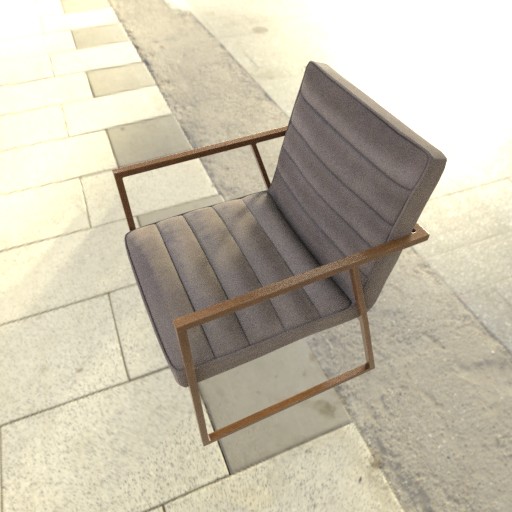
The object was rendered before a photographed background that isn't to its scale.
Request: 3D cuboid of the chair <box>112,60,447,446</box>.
[{"bbox_3d":[0.000,0.000,1.290,0.682,0.843,0.578,-18,50,-17],"label":"chair"}]
